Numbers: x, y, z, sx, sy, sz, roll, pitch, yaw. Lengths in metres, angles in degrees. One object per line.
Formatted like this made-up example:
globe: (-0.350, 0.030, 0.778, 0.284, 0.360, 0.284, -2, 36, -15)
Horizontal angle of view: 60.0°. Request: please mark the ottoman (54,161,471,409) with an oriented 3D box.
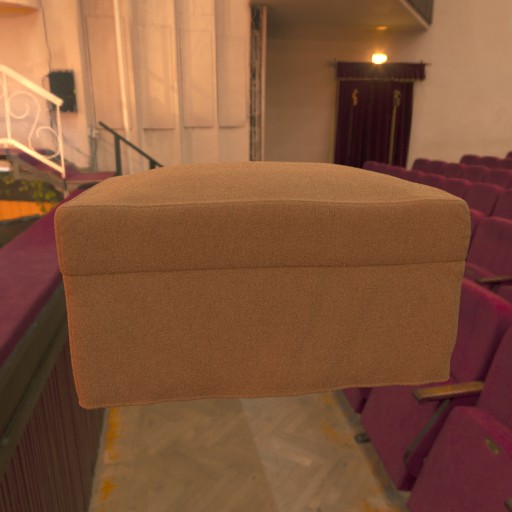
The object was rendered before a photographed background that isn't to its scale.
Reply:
ottoman: (0.000, 0.000, 1.199, 0.833, 0.485, 0.650, -2, 16, -7)
